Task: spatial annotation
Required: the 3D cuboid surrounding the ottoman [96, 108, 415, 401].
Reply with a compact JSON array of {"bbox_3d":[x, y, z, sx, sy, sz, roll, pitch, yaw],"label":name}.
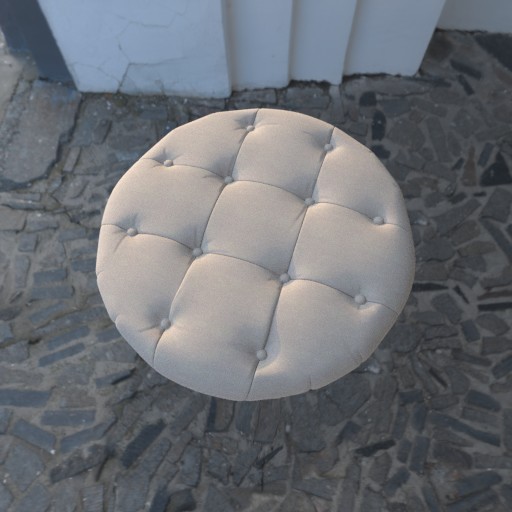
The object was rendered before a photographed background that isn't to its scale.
[{"bbox_3d":[0.000,0.000,1.372,0.901,0.439,0.901,0,64,0],"label":"ottoman"}]
